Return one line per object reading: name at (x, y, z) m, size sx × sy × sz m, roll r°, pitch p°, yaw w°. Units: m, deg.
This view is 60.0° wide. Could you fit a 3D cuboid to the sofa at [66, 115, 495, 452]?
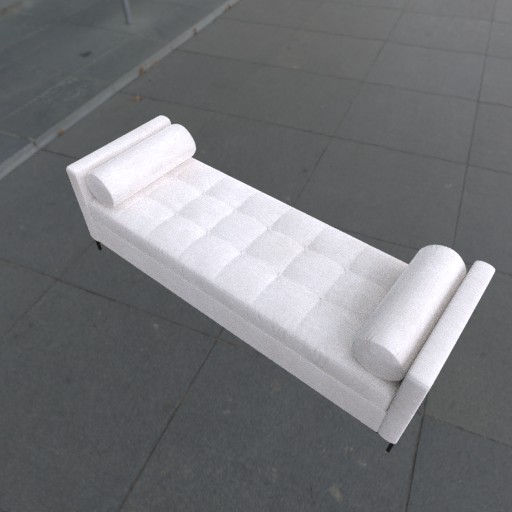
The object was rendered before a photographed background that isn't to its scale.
sofa at (0.000, 0.000, 2.267) m, size 1.981 × 0.635 × 0.686 m, roll 30°, pitch 54°, yaw 25°
